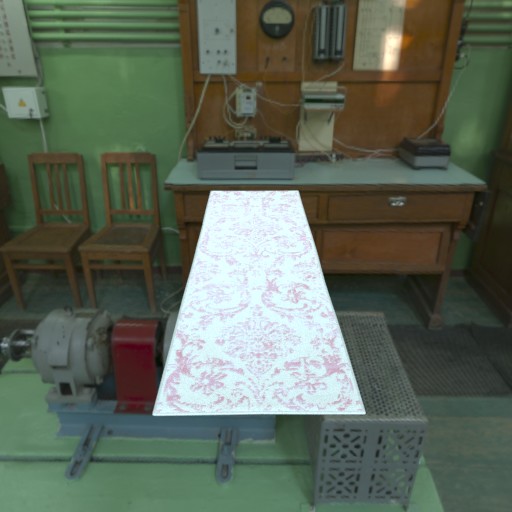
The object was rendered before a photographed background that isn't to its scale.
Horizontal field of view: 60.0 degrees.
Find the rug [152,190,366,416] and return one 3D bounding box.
[{"bbox_3d":[0.000,0.000,2.351,0.662,0.011,2.196,0,26,0],"label":"rug"}]
